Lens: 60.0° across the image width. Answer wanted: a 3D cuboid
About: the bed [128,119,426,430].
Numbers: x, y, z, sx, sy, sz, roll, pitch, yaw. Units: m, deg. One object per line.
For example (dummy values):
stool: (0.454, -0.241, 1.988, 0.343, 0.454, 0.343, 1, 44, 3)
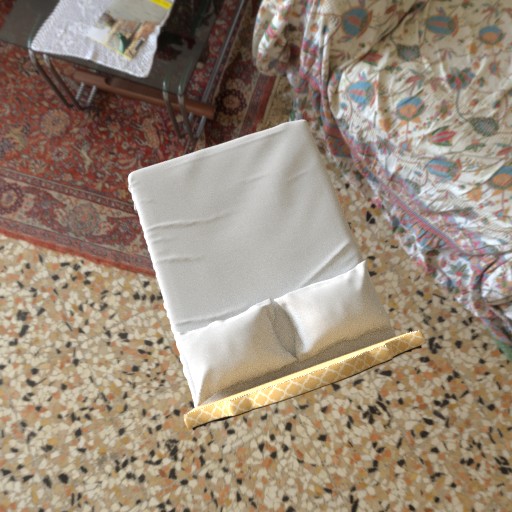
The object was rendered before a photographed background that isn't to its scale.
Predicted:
bed: (0.000, 0.000, 3.358, 1.780, 1.633, 2.222, -18, 77, -5)
